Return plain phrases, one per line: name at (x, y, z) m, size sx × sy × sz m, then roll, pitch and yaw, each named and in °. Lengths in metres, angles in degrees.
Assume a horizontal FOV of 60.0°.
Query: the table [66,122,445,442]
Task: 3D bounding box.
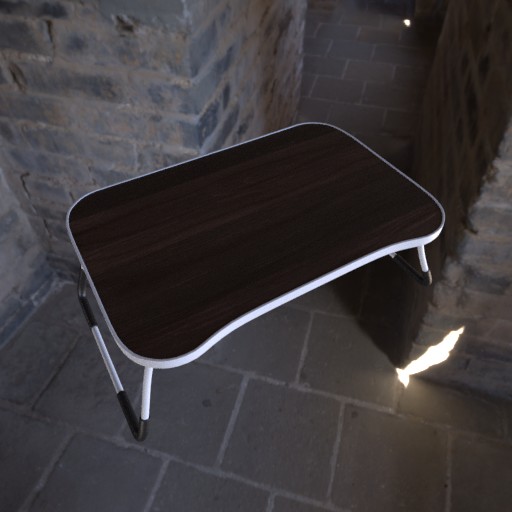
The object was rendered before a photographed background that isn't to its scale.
table at (0.000, 0.000, 0.858) m, size 0.660 × 0.232 × 0.400 m, roll -23°, pitch 51°, yaw -20°
